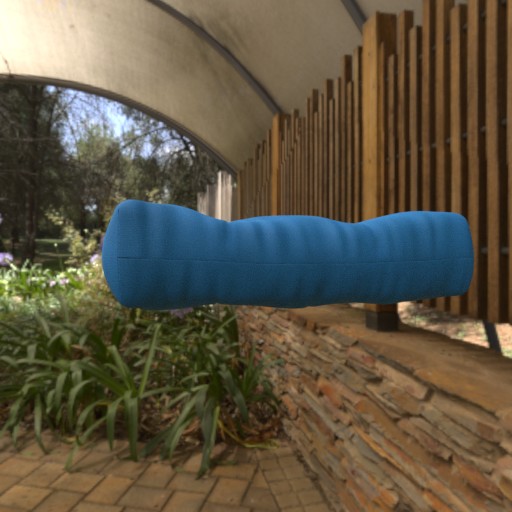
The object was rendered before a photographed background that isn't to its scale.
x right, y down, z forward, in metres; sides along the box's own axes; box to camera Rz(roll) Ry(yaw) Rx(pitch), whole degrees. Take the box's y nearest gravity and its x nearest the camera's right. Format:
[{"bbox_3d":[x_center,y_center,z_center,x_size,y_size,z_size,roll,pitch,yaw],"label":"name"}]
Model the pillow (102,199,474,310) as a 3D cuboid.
[{"bbox_3d":[0.000,0.000,0.731,0.468,0.128,0.490,0,1,-17],"label":"pillow"}]
